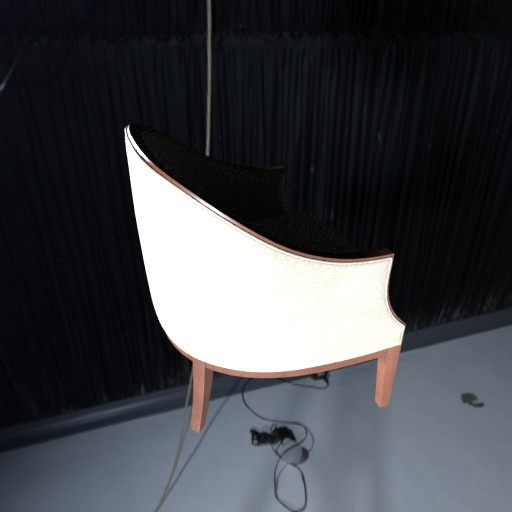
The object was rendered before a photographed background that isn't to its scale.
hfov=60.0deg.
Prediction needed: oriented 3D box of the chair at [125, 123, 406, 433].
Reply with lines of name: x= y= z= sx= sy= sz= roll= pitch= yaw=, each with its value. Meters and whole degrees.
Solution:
chair: x=0.000 y=0.000 z=1.489 sx=0.735 sy=0.876 sz=0.803 roll=-10 pitch=31 yaw=-17
